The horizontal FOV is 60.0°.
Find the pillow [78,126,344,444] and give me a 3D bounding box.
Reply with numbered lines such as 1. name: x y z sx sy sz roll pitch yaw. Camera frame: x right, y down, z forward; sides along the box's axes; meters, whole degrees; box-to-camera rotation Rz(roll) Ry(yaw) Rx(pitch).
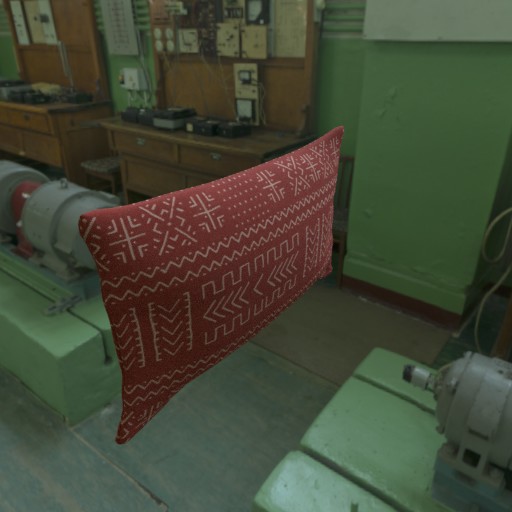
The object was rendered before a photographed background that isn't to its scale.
1. pillow: 0.000 0.000 0.776 0.130 0.352 0.640 18 32 32
